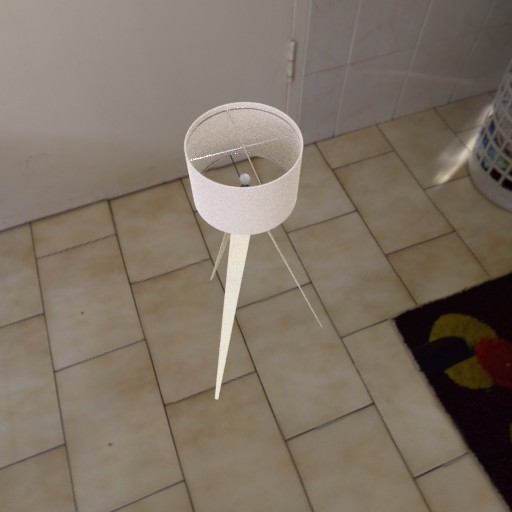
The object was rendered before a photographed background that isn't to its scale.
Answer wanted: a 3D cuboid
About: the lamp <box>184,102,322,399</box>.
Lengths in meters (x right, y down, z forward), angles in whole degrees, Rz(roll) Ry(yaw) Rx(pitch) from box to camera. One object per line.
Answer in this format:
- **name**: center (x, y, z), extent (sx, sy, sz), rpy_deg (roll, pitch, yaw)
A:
- **lamp**: center (0.000, 0.000, 1.985), extent (0.716, 1.524, 0.724), rpy_deg (-16, 61, -10)
